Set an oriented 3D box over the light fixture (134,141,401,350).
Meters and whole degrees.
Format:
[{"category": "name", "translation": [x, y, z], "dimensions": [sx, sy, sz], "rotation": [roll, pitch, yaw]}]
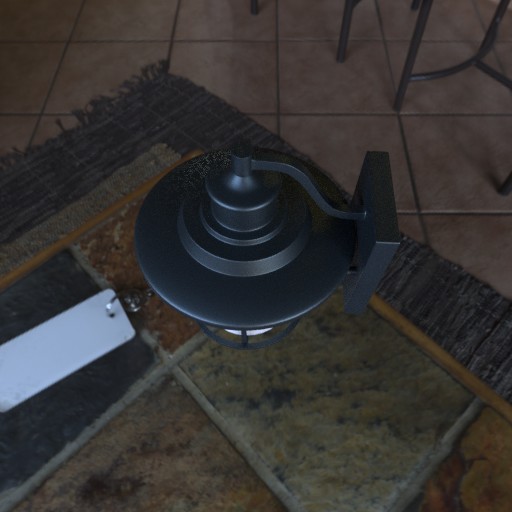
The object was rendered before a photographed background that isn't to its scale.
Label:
[{"category": "light fixture", "translation": [0.000, 0.000, 0.511], "dimensions": [0.252, 0.345, 0.222], "rotation": [2, 60, 1]}]
